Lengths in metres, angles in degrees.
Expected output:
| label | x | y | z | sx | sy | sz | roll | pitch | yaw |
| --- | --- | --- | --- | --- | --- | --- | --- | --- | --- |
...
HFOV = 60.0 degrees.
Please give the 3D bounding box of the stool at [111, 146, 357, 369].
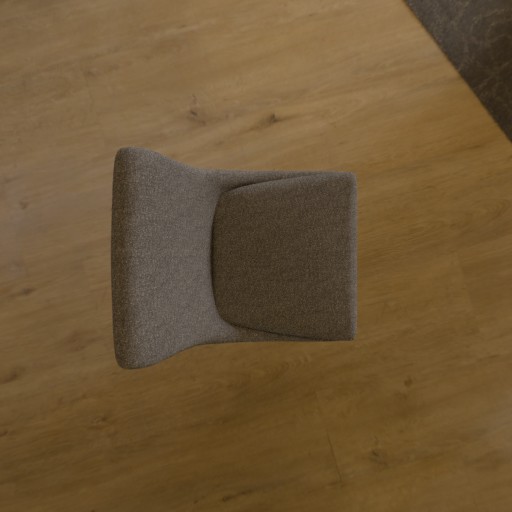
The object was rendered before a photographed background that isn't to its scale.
| label | x | y | z | sx | sy | sz | roll | pitch | yaw |
| --- | --- | --- | --- | --- | --- | --- | --- | --- | --- |
| stool | 0.000 | 0.000 | 1.386 | 0.572 | 1.068 | 0.489 | 0 | 91 | 0 |
